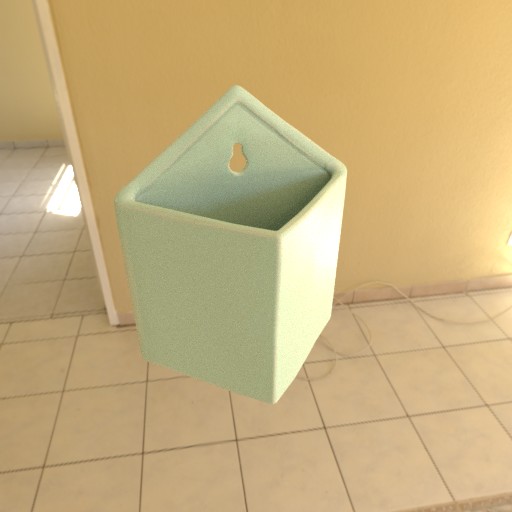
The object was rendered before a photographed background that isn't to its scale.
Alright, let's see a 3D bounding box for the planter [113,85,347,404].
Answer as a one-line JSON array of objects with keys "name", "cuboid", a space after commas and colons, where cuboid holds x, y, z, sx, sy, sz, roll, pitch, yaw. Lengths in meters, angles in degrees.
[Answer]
[{"name": "planter", "cuboid": [0.000, 0.000, 0.288, 0.164, 0.197, 0.079, -10, 34, -16]}]
